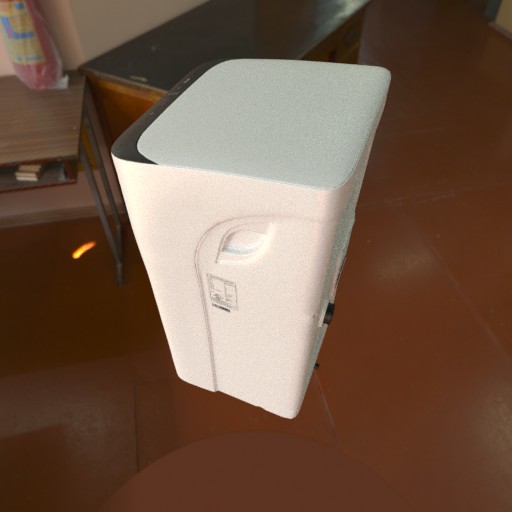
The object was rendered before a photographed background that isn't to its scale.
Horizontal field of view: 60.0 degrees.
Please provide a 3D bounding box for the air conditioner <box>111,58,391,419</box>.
[{"bbox_3d":[0.000,0.000,0.914,0.369,0.716,0.352,16,49,14],"label":"air conditioner"}]
